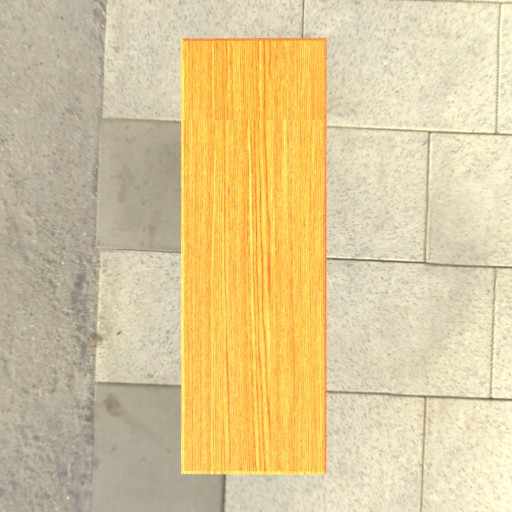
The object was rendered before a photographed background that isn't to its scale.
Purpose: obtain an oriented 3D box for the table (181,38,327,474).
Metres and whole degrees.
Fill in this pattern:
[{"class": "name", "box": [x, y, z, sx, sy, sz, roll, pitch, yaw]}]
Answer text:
[{"class": "table", "box": [0.000, 0.000, 1.122, 0.254, 0.711, 0.762, 0, 90, 1]}]
